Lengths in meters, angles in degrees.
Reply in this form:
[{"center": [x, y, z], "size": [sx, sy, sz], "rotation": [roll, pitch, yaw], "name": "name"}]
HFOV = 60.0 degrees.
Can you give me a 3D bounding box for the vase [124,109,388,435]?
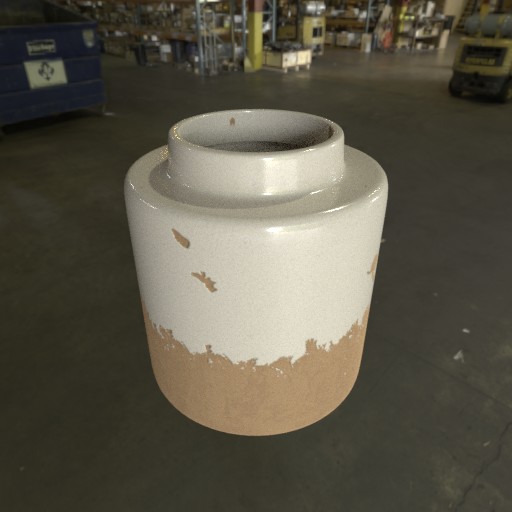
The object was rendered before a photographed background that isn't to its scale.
[{"center": [0.000, 0.000, 0.291], "size": [0.153, 0.167, 0.153], "rotation": [0, 31, 0], "name": "vase"}]
